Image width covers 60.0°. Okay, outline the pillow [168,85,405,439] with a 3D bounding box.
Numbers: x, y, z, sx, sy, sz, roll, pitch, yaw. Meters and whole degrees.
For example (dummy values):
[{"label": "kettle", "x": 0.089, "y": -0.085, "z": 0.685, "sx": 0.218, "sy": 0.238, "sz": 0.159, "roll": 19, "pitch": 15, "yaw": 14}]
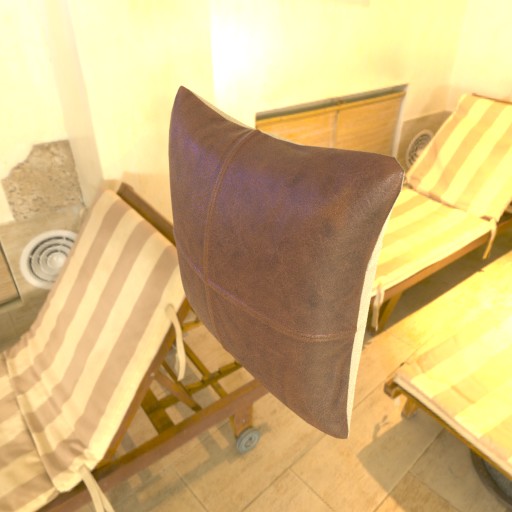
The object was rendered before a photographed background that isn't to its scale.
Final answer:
[{"label": "pillow", "x": 0.000, "y": 0.000, "z": 0.731, "sx": 0.192, "sy": 0.470, "sz": 0.484, "roll": -22, "pitch": 39, "yaw": -30}]
